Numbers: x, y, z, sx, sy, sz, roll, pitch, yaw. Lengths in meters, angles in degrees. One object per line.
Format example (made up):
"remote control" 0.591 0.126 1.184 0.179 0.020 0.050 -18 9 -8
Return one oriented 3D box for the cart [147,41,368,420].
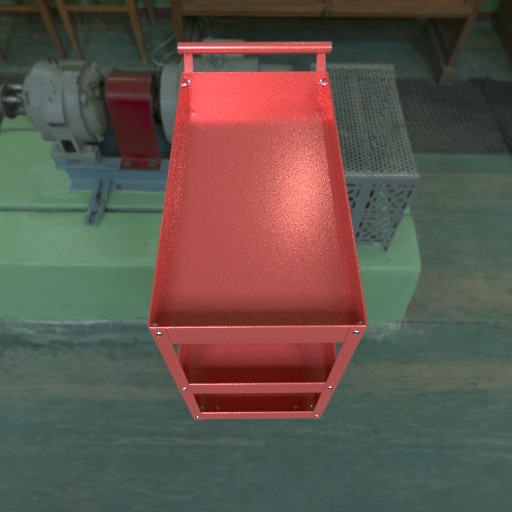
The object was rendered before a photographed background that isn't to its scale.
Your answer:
"cart" 0.000 0.000 1.183 0.366 0.780 0.719 0 57 0
